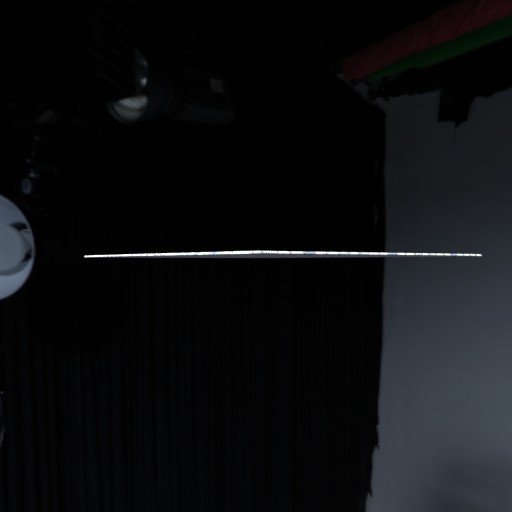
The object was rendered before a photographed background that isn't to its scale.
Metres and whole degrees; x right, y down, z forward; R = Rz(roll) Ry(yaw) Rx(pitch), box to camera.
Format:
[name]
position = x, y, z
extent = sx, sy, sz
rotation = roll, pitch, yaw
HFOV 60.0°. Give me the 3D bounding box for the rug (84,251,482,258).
[rug]
position = 0.000, 0.000, 3.040
extent = 1.676, 0.013, 2.261
rotation = 0, -1, -36
